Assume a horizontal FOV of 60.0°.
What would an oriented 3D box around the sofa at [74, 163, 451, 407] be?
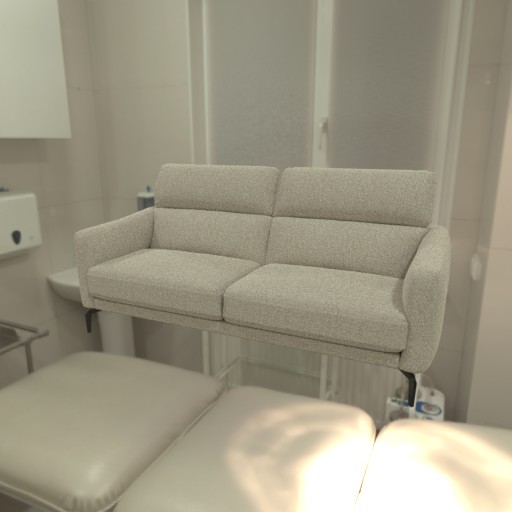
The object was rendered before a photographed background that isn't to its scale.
[{"bbox_3d":[0.000,0.000,2.511,2.015,0.956,0.856,7,16,24],"label":"sofa"}]
